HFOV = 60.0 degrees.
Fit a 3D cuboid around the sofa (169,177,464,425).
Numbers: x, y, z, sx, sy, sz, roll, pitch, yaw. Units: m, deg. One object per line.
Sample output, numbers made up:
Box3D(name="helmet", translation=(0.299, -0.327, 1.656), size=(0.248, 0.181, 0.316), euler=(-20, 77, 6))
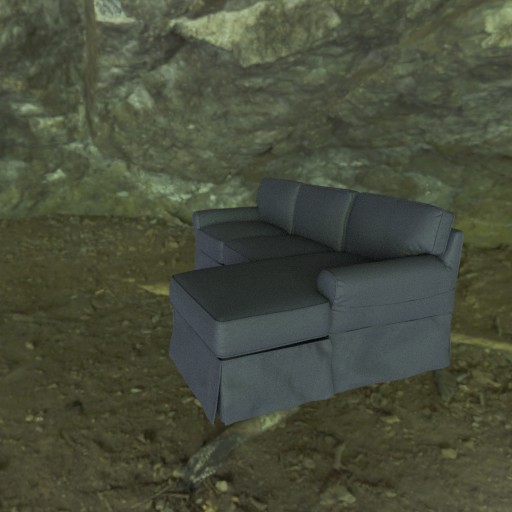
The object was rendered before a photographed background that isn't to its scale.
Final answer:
Box3D(name="sofa", translation=(0.000, 0.000, 3.473), size=(1.637, 1.039, 2.518), euler=(-7, 16, -25))
